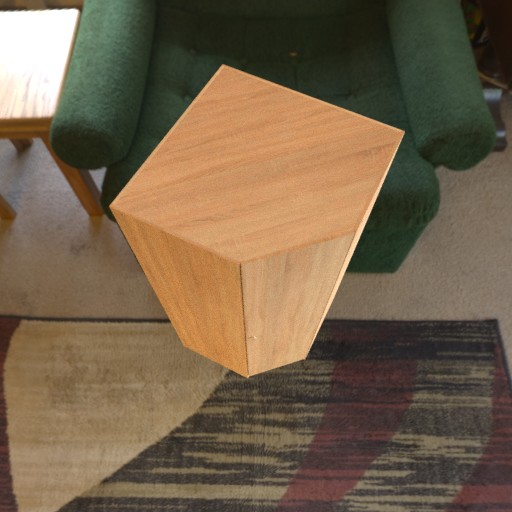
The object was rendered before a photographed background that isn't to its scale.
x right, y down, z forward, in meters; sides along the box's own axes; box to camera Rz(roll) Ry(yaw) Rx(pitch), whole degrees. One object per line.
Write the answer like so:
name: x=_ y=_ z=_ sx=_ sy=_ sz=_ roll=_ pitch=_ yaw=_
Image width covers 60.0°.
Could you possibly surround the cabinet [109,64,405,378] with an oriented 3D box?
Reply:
cabinet: x=0.000 y=0.000 z=2.891 sx=1.327 sy=2.120 sz=1.094 roll=-16 pitch=64 yaw=-8
